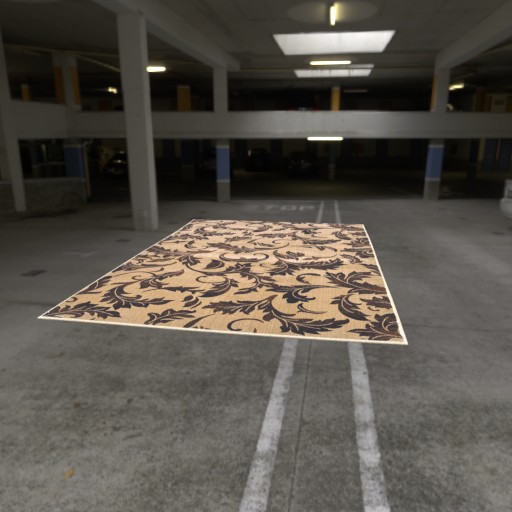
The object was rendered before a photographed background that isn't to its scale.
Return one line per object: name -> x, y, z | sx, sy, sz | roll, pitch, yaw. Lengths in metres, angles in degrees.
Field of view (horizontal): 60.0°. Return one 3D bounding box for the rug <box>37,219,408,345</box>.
rug -> 0.000, 0.000, 2.837 | 1.522, 0.008, 2.284 | 2, 16, 9
